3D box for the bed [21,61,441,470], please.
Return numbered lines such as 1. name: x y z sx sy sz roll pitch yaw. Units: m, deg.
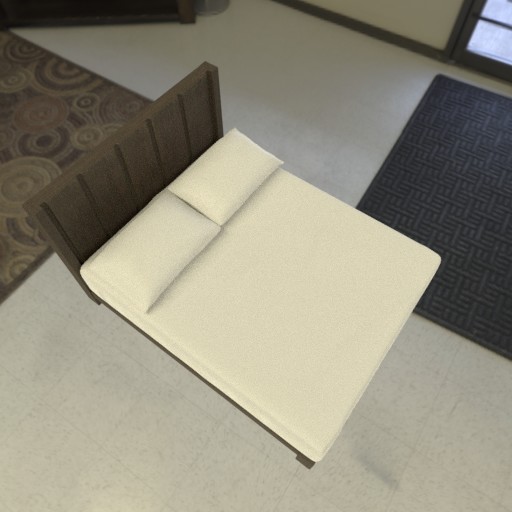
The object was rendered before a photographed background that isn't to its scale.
1. bed: 0.000 0.000 3.225 2.242 1.270 1.727 32 64 18
